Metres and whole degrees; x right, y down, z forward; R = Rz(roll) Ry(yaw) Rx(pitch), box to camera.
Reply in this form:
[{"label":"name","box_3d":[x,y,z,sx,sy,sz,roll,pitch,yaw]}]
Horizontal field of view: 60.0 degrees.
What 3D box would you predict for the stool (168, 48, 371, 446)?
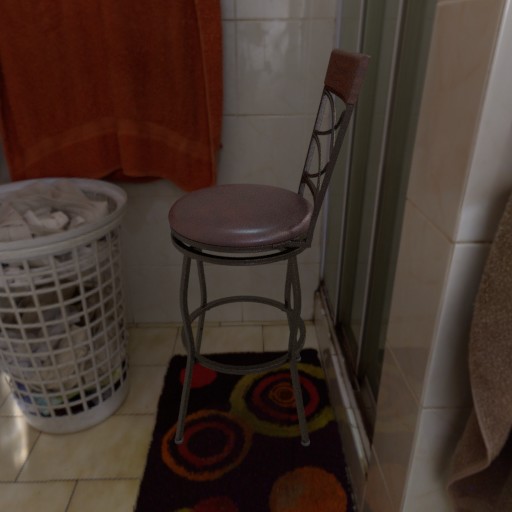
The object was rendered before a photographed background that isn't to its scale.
[{"label":"stool","box_3d":[0.000,0.000,1.346,0.513,1.130,0.448,1,27,1]}]
